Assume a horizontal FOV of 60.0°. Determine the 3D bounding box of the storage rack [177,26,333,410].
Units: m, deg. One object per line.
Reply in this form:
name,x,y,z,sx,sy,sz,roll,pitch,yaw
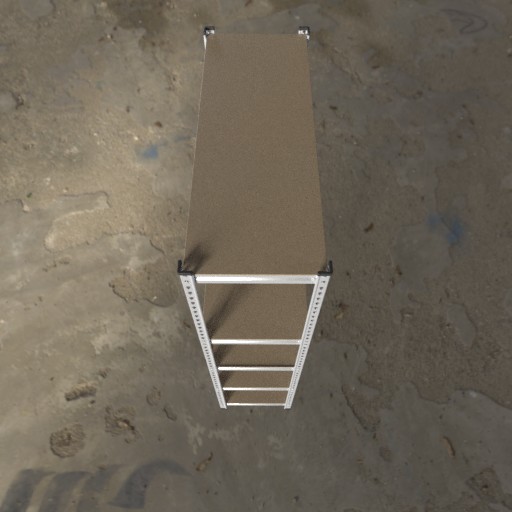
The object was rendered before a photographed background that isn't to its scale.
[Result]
storage rack,0.000,0.000,2.386,0.457,1.829,1.219,0,59,0
